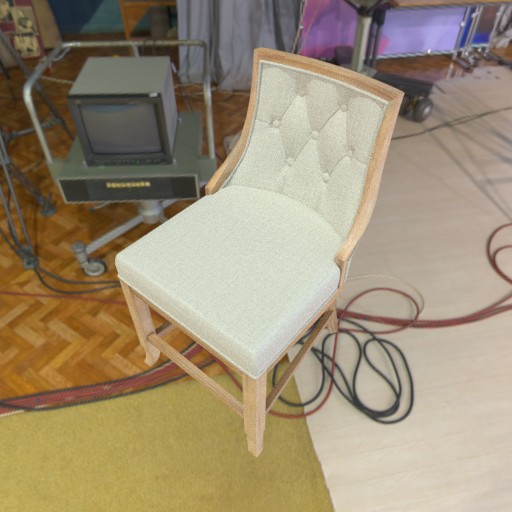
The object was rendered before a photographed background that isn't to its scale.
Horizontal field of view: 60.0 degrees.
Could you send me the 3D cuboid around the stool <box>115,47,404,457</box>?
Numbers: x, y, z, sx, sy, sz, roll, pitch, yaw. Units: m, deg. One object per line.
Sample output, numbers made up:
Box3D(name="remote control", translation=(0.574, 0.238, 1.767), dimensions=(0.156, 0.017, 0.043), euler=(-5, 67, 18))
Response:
Box3D(name="stool", translation=(0.000, 0.000, 1.312), dimensions=(0.524, 0.938, 0.626), euler=(31, 53, 27))
